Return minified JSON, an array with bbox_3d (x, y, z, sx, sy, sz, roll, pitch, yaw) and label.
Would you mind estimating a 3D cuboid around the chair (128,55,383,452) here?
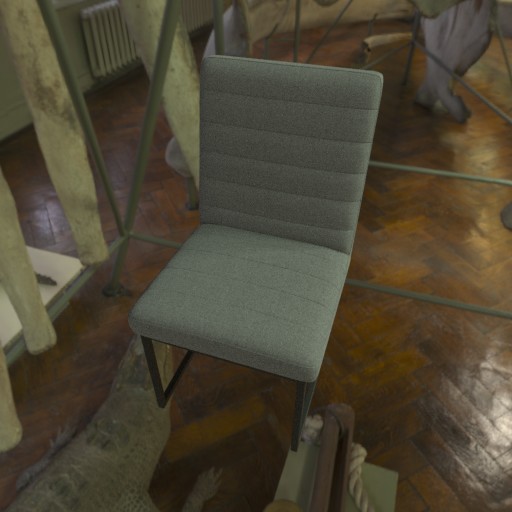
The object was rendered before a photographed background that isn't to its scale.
[{"bbox_3d":[0.000,0.000,1.297,0.520,0.930,0.634,12,41,14],"label":"chair"}]
